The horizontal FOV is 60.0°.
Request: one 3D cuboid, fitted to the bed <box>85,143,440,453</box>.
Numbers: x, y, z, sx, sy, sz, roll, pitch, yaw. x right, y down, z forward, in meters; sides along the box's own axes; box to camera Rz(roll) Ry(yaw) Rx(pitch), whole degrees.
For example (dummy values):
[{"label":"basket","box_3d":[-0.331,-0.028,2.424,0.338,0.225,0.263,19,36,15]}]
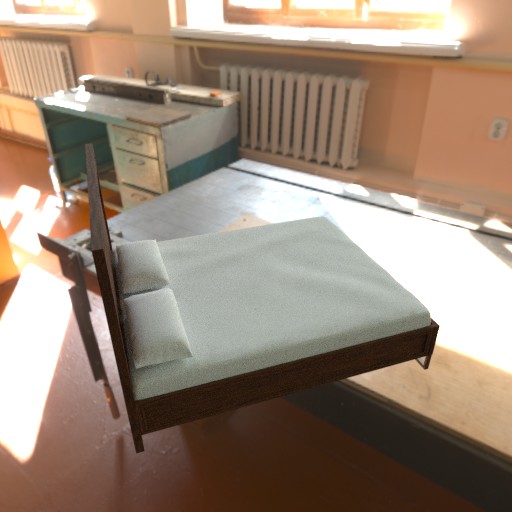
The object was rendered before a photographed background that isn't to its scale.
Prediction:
[{"label":"bed","box_3d":[0.000,0.000,3.451,2.218,1.487,1.765,-10,32,-16]}]
